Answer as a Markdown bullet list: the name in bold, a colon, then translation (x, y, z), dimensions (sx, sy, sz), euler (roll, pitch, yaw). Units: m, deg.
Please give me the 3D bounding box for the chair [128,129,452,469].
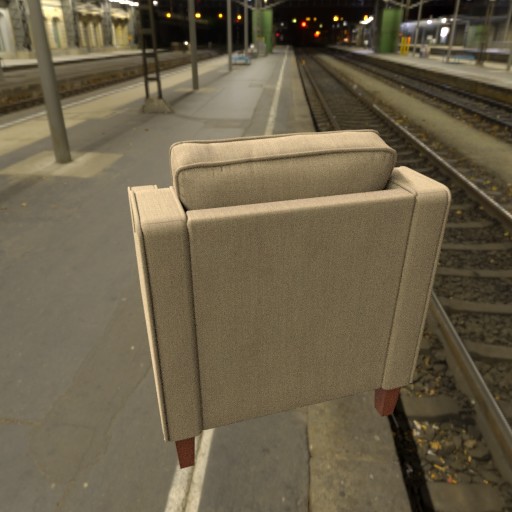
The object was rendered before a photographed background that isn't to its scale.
- **chair**: translation (0.000, 0.000, 1.613), dimensions (0.831, 0.960, 0.909), euler (-8, 27, -15)
